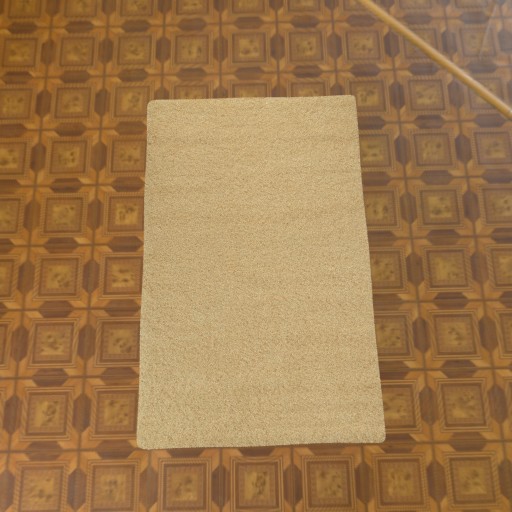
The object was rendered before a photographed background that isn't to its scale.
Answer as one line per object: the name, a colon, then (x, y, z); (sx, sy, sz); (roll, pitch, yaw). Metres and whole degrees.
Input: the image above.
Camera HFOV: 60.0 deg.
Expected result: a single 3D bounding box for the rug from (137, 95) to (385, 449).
rug: (0.000, 0.000, 2.938); (1.500, 0.026, 2.349); (-2, 77, 0)
